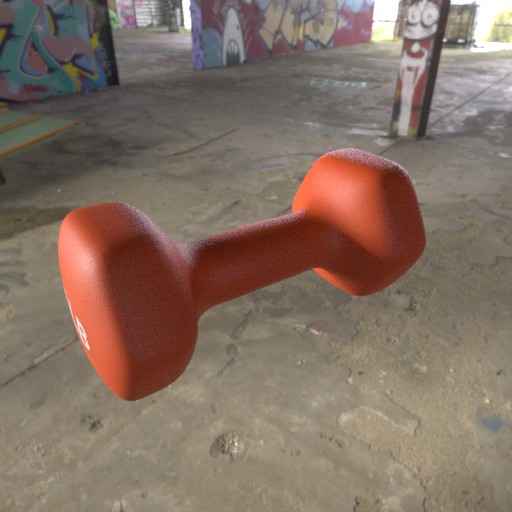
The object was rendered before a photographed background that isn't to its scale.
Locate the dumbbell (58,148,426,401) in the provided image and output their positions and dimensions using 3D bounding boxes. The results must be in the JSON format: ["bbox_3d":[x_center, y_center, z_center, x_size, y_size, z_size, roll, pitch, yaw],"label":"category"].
[{"bbox_3d":[0.000,0.000,0.203,0.162,0.071,0.079,-18,35,-28],"label":"dumbbell"}]
